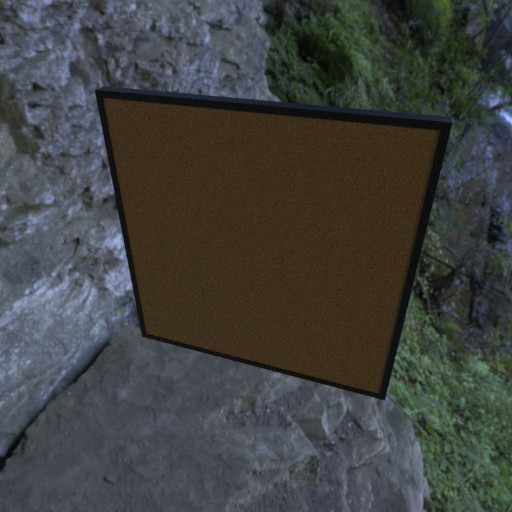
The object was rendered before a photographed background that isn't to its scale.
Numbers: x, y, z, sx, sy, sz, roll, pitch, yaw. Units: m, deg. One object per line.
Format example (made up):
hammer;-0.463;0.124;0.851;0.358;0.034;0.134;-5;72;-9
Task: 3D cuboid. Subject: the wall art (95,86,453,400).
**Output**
wall art;0.000;0.000;1.127;0.763;0.763;0.039;11;35;16
